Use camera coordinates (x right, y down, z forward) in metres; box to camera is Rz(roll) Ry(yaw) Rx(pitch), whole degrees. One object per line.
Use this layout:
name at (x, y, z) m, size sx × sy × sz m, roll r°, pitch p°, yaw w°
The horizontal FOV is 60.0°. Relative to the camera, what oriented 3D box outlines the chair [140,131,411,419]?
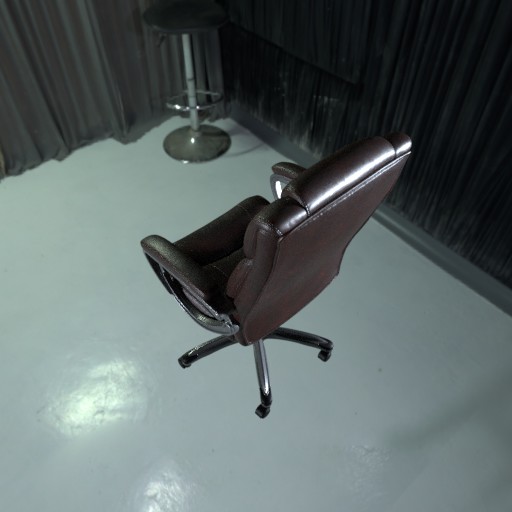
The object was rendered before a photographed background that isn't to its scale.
chair at (0.000, 0.000, 1.576) m, size 0.656 × 1.128 × 0.692 m, roll -34°, pitch 56°, yaw -27°
